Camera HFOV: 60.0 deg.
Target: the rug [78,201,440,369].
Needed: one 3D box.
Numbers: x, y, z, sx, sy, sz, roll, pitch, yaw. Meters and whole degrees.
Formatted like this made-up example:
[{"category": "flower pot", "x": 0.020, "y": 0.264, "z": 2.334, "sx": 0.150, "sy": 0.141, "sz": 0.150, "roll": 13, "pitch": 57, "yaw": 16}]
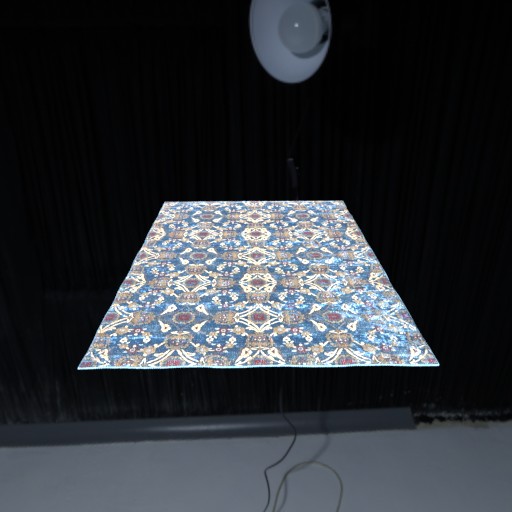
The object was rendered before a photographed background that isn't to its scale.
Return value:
[{"category": "rug", "x": 0.000, "y": 0.000, "z": 2.908, "sx": 1.567, "sy": 0.014, "sz": 2.207, "roll": 0, "pitch": 26, "yaw": -1}]
